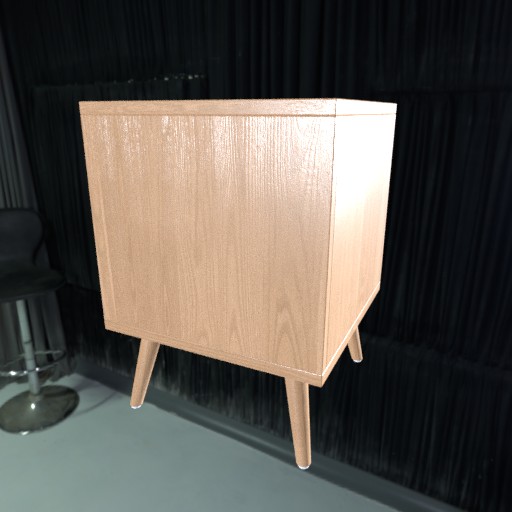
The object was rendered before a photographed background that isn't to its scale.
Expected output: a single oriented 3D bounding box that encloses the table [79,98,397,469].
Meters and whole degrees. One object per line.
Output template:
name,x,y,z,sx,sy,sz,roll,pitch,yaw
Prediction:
table,0.000,0.000,0.841,0.400,0.550,0.400,9,20,25
